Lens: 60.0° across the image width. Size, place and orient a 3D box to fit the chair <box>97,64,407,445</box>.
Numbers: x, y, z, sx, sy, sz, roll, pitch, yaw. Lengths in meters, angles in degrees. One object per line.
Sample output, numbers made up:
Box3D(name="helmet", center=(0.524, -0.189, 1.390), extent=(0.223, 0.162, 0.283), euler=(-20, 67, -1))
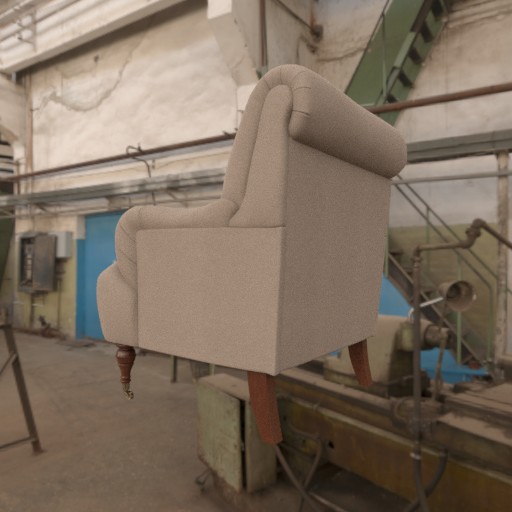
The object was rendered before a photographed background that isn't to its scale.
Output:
Box3D(name="chair", center=(0.000, 0.000, 1.534), extent=(0.842, 0.942, 0.766), euler=(0, 0, 36))
